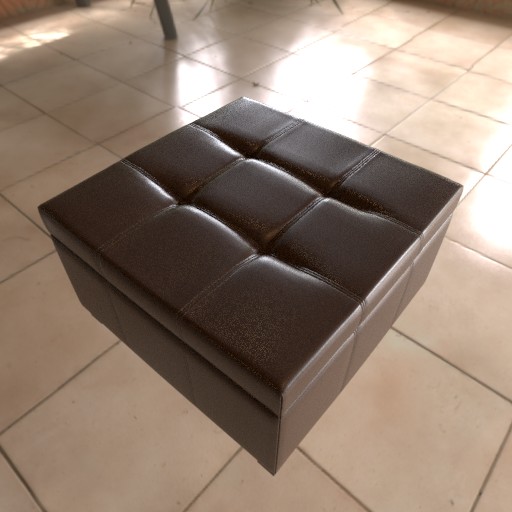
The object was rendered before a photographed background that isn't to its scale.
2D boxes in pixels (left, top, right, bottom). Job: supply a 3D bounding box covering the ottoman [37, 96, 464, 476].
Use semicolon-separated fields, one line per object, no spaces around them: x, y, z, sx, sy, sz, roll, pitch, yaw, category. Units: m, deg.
0.000;0.000;1.275;0.788;0.460;0.787;31;54;27;ottoman
